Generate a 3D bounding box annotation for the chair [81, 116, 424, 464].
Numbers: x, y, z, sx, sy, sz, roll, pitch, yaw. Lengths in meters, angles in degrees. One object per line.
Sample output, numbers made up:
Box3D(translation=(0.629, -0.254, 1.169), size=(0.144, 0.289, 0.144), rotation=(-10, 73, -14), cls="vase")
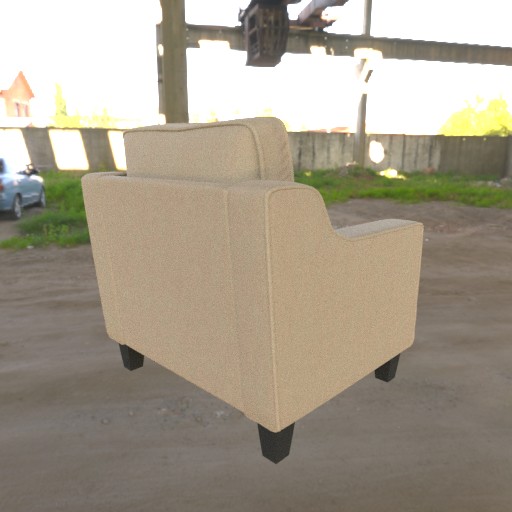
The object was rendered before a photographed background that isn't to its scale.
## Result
Box3D(translation=(0.000, 0.000, 1.655), size=(0.922, 0.948, 0.882), rotation=(13, 18, 43), cls="chair")
